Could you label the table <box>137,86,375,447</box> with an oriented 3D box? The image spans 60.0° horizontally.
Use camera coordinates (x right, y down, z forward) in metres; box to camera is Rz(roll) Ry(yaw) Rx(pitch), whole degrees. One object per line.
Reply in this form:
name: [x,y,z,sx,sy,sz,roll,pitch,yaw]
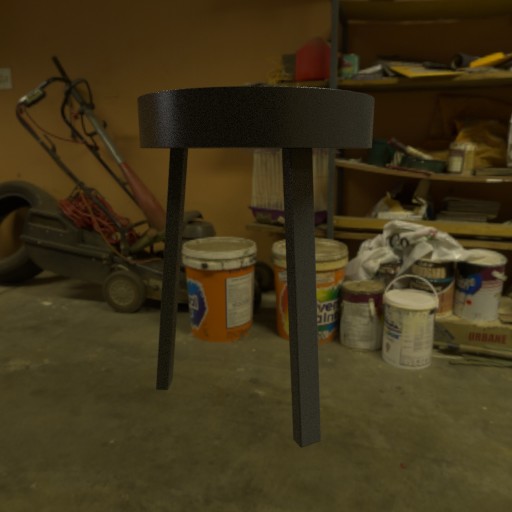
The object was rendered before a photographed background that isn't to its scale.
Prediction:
table: [0.000,0.000,0.848,0.406,0.559,0.406,0,13,0]
